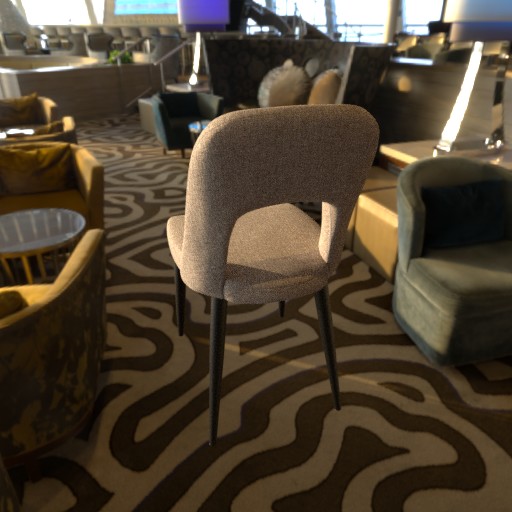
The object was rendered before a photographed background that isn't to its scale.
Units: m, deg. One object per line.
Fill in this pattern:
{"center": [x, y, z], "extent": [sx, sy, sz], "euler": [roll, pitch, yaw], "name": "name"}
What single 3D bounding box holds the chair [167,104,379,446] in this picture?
{"center": [0.000, 0.000, 1.308], "extent": [0.470, 0.931, 0.612], "euler": [-8, 29, -16], "name": "chair"}
